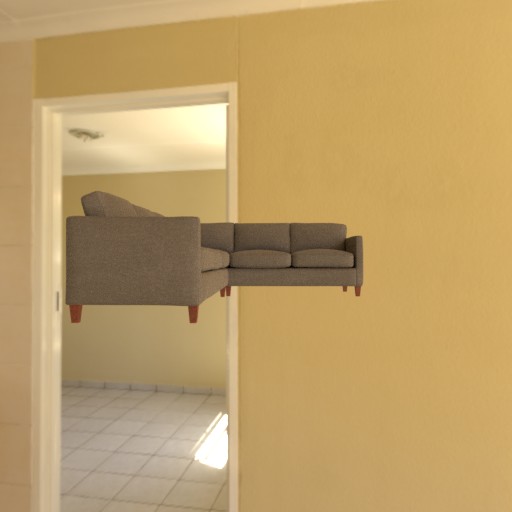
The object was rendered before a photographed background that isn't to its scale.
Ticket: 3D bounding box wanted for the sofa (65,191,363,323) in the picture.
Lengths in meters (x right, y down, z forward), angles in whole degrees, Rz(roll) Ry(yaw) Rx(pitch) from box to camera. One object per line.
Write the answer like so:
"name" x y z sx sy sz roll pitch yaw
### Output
"sofa" 0.000 0.000 4.576 2.593 0.947 3.302 0 -1 1
